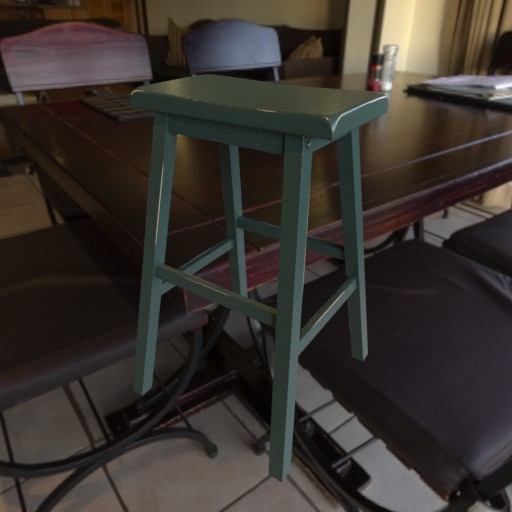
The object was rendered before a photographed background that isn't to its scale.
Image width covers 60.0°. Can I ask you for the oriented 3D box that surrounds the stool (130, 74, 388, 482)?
[{"bbox_3d":[0.000,0.000,1.037,0.457,0.737,0.476,19,35,29],"label":"stool"}]
